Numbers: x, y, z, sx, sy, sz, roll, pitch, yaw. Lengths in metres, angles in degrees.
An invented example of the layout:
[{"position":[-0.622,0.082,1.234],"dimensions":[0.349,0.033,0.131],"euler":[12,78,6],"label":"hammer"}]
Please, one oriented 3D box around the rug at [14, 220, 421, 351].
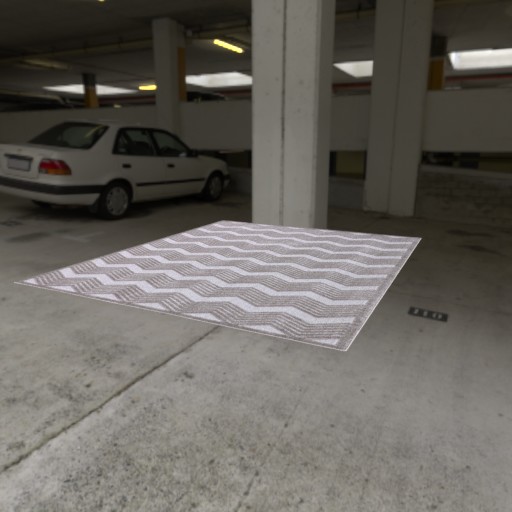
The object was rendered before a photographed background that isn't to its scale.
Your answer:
[{"position":[0.000,0.000,3.859],"dimensions":[2.391,0.005,2.880],"euler":[7,16,26],"label":"rug"}]
